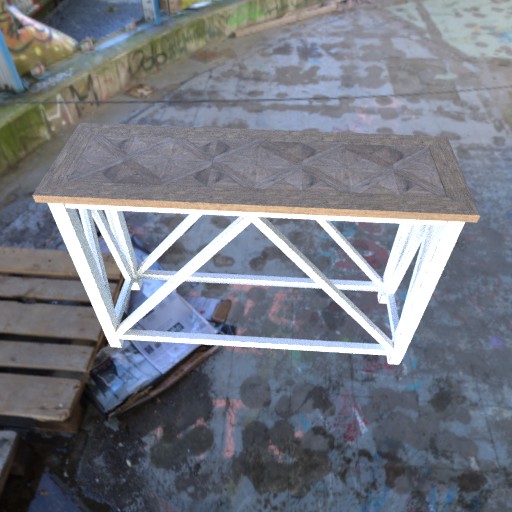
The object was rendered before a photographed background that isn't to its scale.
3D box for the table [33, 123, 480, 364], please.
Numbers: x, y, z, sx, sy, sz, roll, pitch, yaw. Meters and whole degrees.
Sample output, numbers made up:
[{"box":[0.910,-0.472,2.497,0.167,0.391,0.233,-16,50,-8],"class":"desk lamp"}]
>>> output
[{"box":[0.000,0.000,1.872,1.400,0.930,0.450,3,46,3],"class":"table"}]
